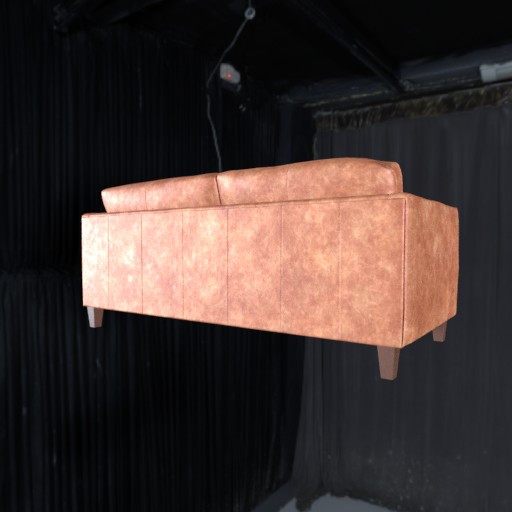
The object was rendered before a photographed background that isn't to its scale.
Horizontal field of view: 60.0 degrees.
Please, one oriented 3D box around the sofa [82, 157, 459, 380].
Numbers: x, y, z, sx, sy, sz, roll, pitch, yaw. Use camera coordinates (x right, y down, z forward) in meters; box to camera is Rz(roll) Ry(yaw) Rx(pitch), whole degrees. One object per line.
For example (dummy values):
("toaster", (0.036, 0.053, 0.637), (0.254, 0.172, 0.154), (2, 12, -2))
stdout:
("sofa", (0.000, 0.000, 2.493), (1.971, 0.863, 0.923), (1, 2, 35))
